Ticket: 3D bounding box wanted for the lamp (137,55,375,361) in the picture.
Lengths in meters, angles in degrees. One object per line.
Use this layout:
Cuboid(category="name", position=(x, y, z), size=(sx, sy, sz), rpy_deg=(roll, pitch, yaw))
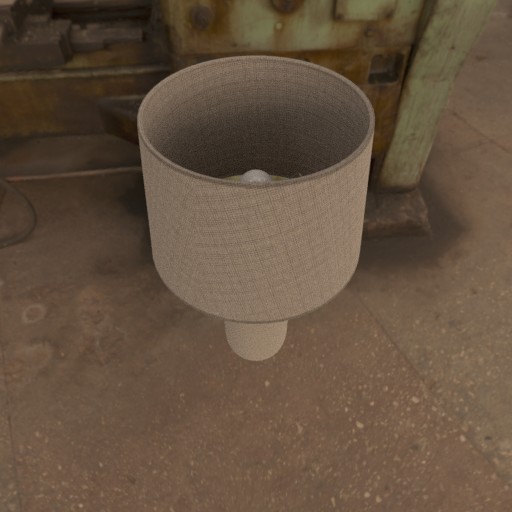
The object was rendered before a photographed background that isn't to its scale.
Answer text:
Cuboid(category="lamp", position=(0.000, 0.000, 0.832), size=(0.367, 0.609, 0.367), rpy_deg=(0, 49, 0))
